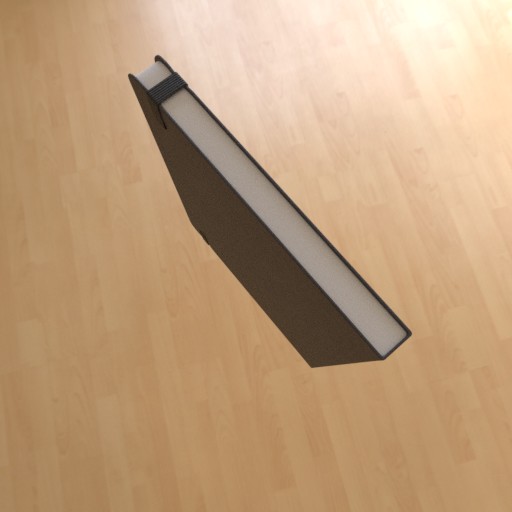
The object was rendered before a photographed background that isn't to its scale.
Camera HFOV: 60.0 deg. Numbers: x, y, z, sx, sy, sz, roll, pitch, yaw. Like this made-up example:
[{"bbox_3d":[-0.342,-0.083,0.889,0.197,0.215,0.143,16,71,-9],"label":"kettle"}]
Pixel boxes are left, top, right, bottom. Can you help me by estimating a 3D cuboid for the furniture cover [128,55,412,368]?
[{"bbox_3d":[0.000,0.000,0.371,0.023,0.281,0.216,-39,78,-9],"label":"furniture cover"}]
